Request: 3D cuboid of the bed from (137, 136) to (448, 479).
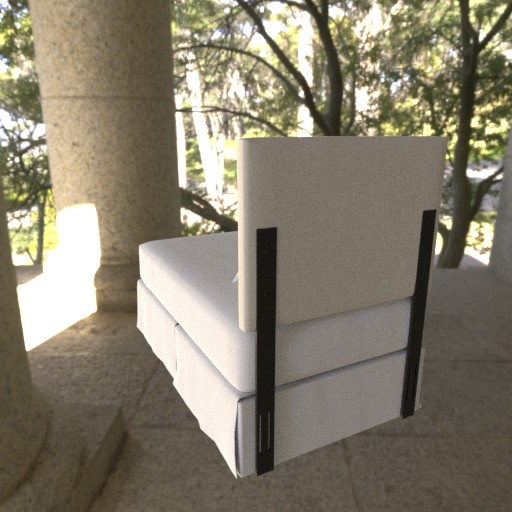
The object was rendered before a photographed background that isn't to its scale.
[{"bbox_3d":[0.000,0.000,2.981,1.261,1.571,1.997,-8,18,-27],"label":"bed"}]
